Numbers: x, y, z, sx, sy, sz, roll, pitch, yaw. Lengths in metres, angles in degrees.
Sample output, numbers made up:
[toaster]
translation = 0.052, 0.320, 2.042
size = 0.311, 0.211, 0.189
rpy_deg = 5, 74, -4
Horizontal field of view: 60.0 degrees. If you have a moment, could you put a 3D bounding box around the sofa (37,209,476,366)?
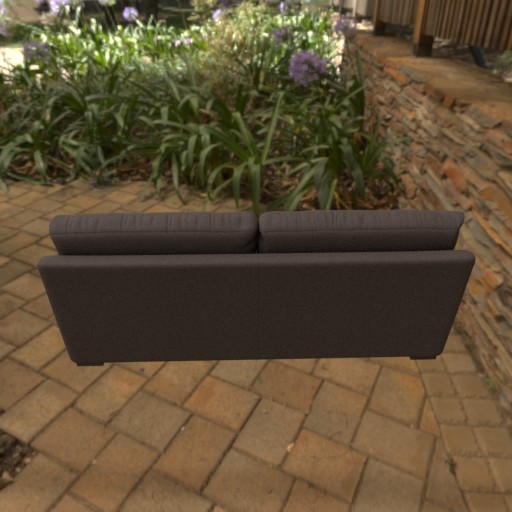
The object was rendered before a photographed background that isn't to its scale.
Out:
[sofa]
translation = 0.000, 0.000, 2.829
size = 2.271, 0.950, 1.140
rpy_deg = -1, 30, -1
